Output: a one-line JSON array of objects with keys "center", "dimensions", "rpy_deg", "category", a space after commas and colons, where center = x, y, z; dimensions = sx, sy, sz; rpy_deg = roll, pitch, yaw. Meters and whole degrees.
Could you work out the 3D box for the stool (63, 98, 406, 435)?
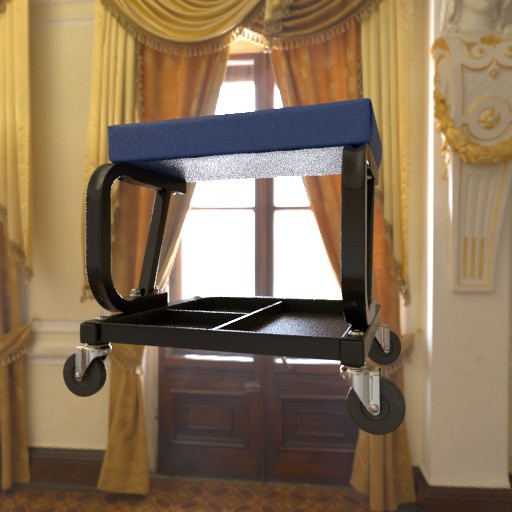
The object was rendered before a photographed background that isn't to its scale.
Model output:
[{"center": [0.000, 0.000, 0.695], "dimensions": [0.446, 0.380, 0.371], "rpy_deg": [0, 1, 19], "category": "stool"}]
